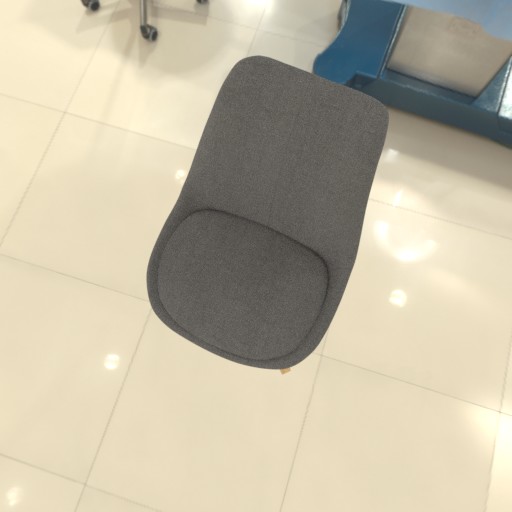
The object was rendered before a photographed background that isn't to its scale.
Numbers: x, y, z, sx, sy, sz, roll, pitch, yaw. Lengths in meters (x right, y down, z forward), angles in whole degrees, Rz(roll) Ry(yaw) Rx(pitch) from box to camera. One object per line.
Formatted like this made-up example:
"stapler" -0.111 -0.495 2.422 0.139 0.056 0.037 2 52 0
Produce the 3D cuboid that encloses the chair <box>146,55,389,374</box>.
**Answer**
"chair" 0.000 0.000 1.177 0.485 0.850 0.550 24 76 6
